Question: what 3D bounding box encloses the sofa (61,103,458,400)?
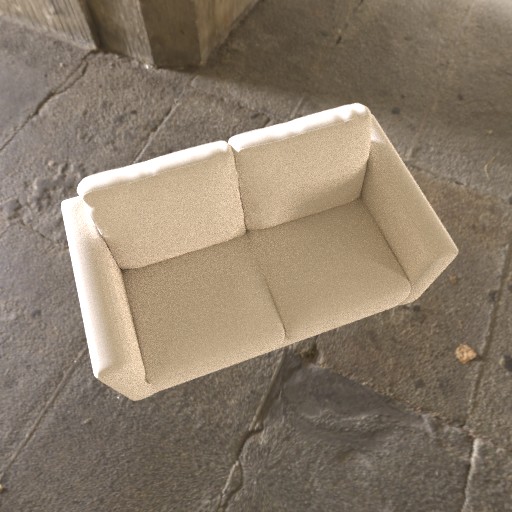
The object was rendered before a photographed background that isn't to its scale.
[{"bbox_3d":[0.000,0.000,1.966,1.430,0.908,0.796,-18,65,-9],"label":"sofa"}]
